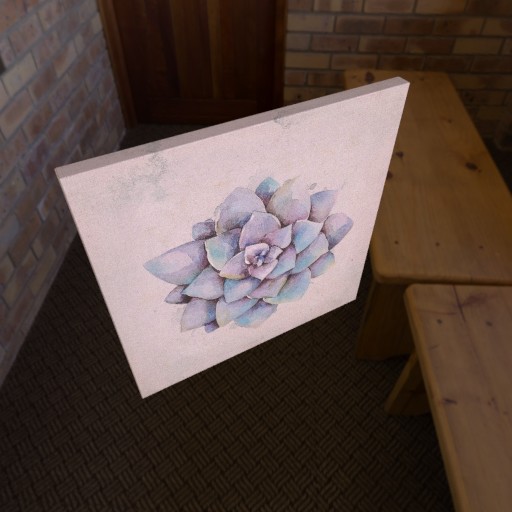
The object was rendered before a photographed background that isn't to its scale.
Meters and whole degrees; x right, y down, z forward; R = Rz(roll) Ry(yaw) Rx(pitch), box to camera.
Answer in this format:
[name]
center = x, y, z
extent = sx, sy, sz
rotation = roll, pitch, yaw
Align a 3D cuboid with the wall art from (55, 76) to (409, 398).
[wall art]
center = 0.000, 0.000, 1.140
extent = 0.762, 0.762, 0.038
rotation = -21, 49, -20
